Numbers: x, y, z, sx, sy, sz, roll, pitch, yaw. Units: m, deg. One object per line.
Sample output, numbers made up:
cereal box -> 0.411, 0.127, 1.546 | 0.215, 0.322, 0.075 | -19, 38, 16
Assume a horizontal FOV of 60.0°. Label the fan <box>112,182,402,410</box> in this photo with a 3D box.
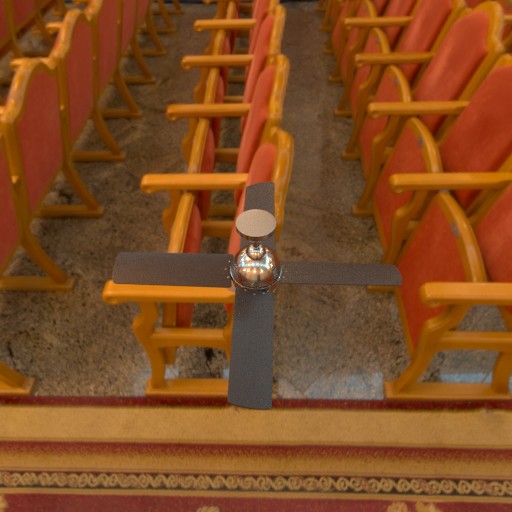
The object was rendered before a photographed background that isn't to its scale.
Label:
fan -> 0.000, 0.000, 1.988 | 1.332, 0.403, 1.332 | 1, 46, 1
